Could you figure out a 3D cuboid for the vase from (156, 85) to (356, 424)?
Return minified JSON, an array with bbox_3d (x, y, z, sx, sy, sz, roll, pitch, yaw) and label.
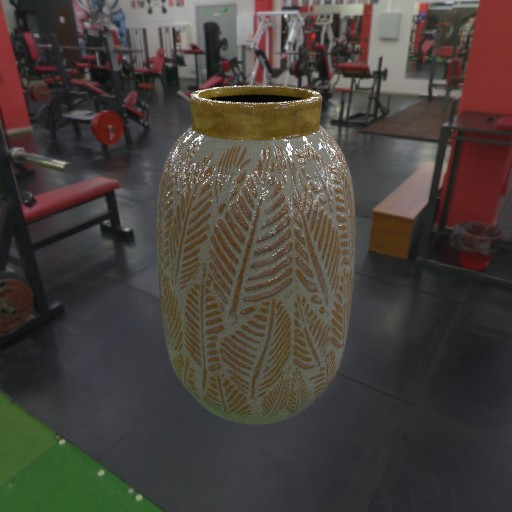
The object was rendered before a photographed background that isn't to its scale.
[{"bbox_3d":[0.000,0.000,0.388,0.172,0.270,0.172,0,28,0],"label":"vase"}]
